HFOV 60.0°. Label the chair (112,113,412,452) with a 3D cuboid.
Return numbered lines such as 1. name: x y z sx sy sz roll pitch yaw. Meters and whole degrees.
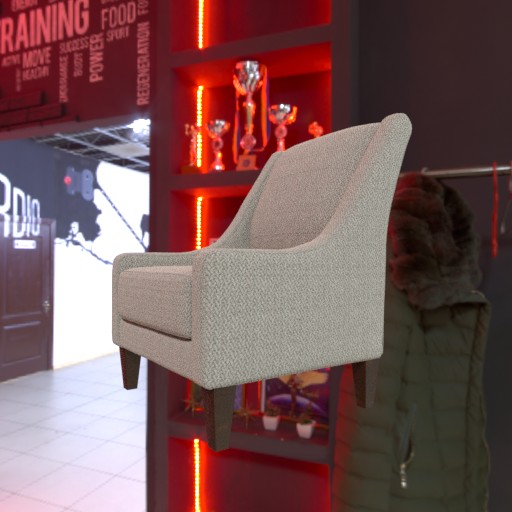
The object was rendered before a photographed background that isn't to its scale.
1. chair: 0.000 0.000 1.641 0.870 1.014 0.774 0 -1 -35
